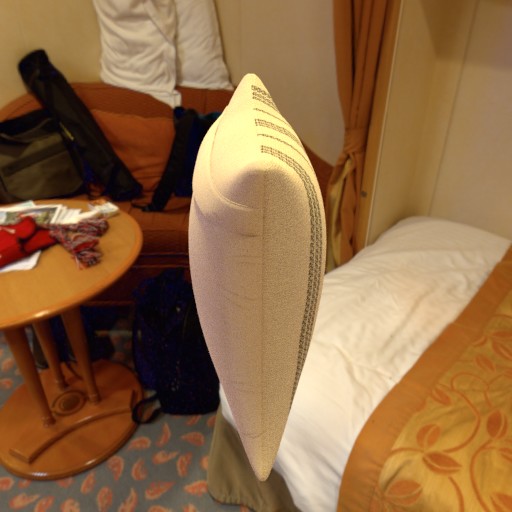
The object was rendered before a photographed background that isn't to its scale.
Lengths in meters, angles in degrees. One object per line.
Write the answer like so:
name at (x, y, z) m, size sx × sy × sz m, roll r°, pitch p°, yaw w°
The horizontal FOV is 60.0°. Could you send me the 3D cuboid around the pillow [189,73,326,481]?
pillow at (0.000, 0.000, 0.607) m, size 0.173 × 0.406 × 0.405 m, roll -1°, pitch 32°, yaw -2°
